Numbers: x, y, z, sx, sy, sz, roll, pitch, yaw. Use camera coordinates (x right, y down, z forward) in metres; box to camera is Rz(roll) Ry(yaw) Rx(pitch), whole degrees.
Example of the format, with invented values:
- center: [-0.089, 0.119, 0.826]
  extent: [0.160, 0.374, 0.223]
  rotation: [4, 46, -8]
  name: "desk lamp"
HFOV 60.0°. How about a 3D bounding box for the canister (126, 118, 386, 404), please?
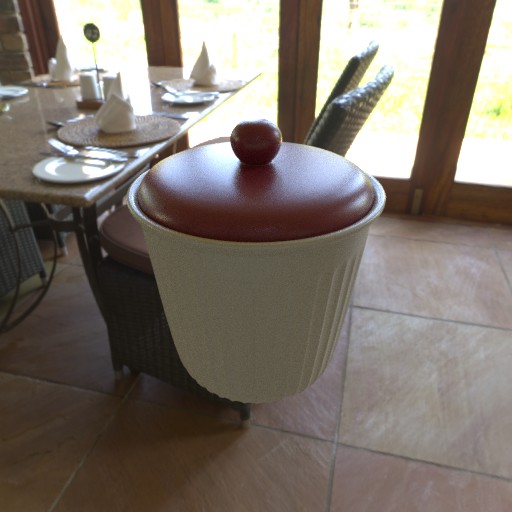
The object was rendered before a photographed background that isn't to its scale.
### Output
- center: [0.000, 0.000, 0.348]
  extent: [0.181, 0.211, 0.181]
  rotation: [0, 30, 0]
  name: "canister"
